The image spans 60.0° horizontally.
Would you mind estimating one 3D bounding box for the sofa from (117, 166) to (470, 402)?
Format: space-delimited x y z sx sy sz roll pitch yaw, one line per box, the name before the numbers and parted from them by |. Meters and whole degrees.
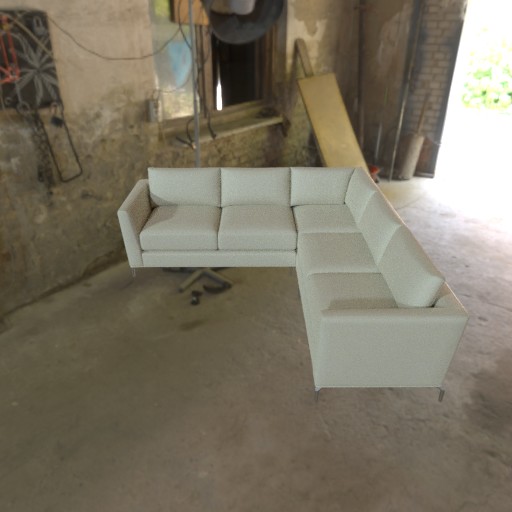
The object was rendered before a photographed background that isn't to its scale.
sofa | 0.000 0.000 3.677 2.430 0.867 2.448 0 28 0
